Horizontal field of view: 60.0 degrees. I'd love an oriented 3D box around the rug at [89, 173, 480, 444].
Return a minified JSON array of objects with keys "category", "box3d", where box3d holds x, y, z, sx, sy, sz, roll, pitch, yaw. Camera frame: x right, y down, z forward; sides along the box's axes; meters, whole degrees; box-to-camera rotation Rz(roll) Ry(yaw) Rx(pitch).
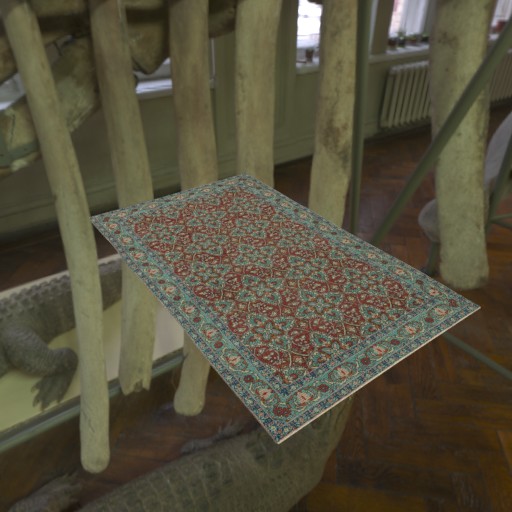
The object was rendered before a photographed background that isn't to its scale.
[{"category":"rug","box3d":[0.000,0.000,3.073,1.533,0.011,2.439,-22,39,-29]}]
